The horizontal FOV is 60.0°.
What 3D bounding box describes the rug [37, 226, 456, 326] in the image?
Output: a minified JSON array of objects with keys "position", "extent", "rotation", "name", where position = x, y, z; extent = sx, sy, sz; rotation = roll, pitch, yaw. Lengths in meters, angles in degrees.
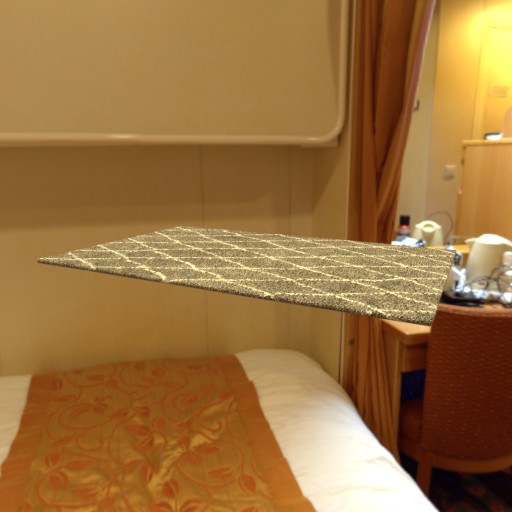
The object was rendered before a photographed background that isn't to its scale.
[{"position":[0.000,0.000,3.429],"extent":[2.743,0.030,1.778],"rotation":[7,14,26],"name":"rug"}]
